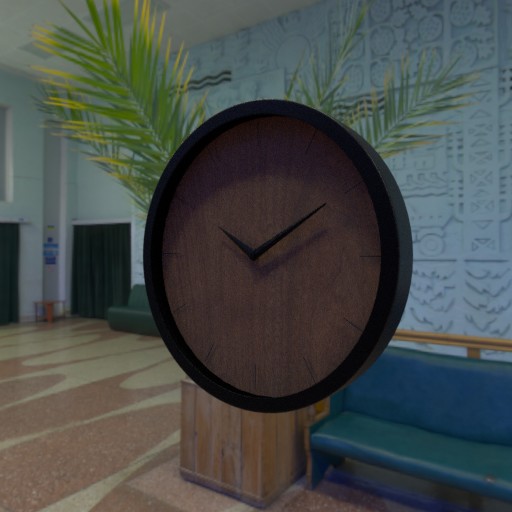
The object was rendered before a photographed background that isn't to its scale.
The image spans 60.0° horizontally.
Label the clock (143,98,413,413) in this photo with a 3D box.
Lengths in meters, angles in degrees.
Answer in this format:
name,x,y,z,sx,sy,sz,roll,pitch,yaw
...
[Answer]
name,x,y,z,sx,sy,sz,roll,pitch,yaw
clock,0.000,0.000,0.465,0.314,0.314,0.040,0,0,36
